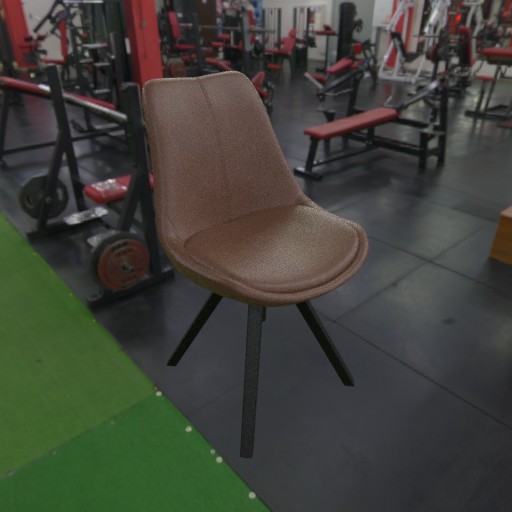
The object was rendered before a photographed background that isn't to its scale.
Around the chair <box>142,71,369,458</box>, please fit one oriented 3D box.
[{"bbox_3d":[0.000,0.000,1.182,0.475,0.850,0.550,-21,36,-33],"label":"chair"}]
